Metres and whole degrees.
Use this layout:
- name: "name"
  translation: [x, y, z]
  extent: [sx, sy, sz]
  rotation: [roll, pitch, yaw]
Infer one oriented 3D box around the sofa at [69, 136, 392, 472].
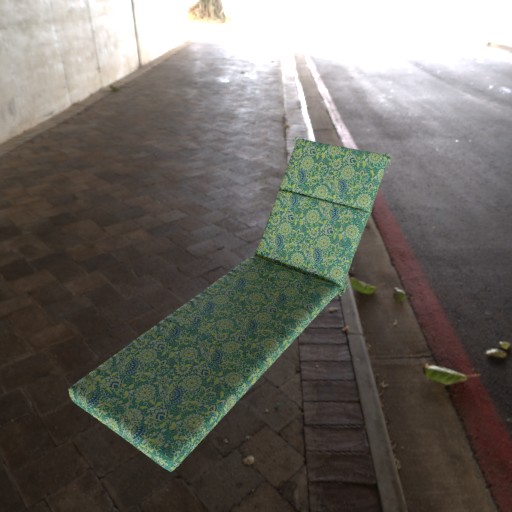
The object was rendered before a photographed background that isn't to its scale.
- name: "sofa"
  translation: [0.000, 0.000, 1.934]
  extent: [0.582, 0.622, 1.663]
  rotation: [19, 36, 29]
